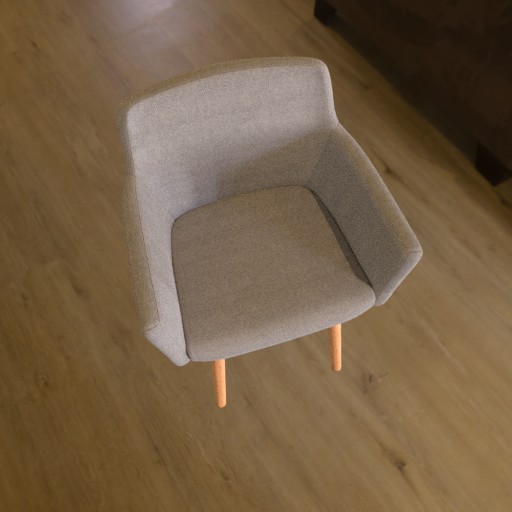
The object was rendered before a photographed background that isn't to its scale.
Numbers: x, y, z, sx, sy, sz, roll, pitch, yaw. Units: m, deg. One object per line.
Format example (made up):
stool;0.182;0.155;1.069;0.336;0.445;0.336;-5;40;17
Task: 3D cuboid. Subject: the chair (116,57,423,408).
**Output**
chair;0.000;0.000;1.147;0.570;0.780;0.540;-15;63;-8
